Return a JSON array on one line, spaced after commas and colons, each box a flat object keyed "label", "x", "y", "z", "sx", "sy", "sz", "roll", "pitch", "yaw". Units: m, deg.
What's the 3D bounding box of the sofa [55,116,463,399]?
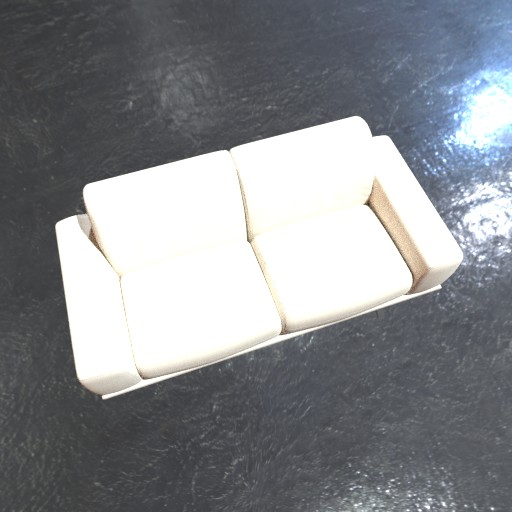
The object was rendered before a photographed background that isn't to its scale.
[{"label": "sofa", "x": 0.000, "y": 0.000, "z": 2.348, "sx": 1.901, "sy": 0.772, "sz": 0.900, "roll": -16, "pitch": 63, "yaw": -9}]
